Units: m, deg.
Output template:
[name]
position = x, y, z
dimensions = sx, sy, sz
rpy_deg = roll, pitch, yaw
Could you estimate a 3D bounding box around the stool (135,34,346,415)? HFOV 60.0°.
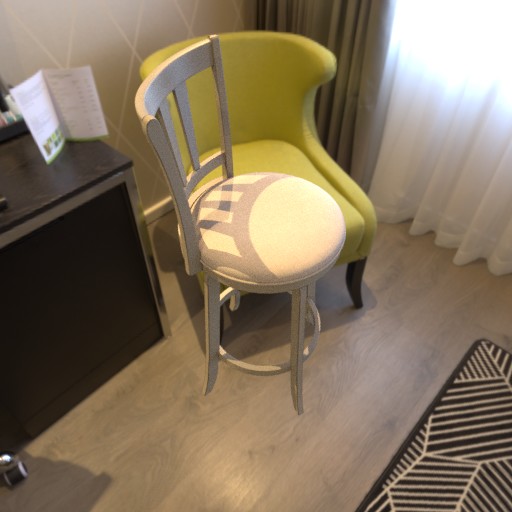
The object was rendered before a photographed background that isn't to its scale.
[stool]
position = 0.000, 0.000, 1.273
dimensions = 0.475, 1.042, 0.436
rpy_deg = 9, 46, 9
